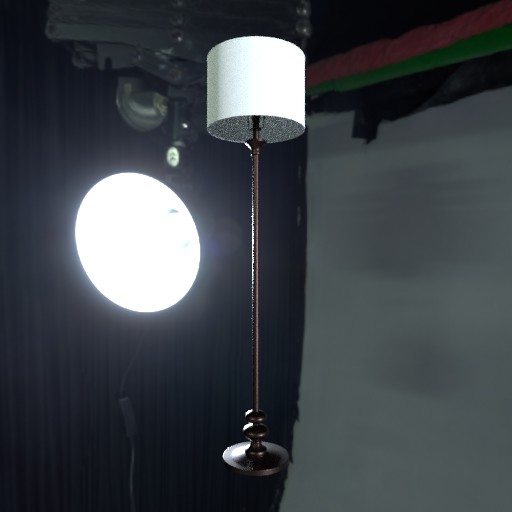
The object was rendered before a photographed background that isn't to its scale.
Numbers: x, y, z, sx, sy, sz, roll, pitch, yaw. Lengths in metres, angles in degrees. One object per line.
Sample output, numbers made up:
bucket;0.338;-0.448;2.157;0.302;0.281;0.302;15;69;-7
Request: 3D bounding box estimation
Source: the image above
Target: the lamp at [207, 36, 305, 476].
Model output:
lamp;0.000;0.000;1.623;0.356;1.487;0.356;0;0;36
